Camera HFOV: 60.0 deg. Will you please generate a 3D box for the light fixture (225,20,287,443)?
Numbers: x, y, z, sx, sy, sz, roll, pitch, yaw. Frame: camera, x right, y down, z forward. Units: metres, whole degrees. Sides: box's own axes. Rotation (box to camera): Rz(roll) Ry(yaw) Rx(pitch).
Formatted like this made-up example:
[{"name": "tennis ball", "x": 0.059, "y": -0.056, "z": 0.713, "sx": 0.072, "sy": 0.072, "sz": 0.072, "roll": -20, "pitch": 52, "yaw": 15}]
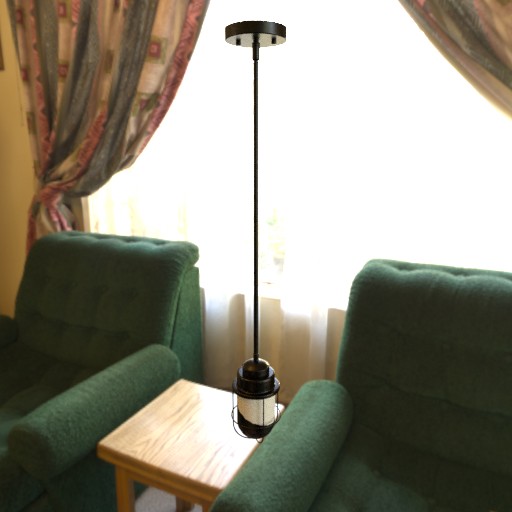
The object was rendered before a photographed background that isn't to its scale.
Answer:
[{"name": "light fixture", "x": 0.000, "y": 0.000, "z": 0.980, "sx": 0.123, "sy": 0.920, "sz": 0.123, "roll": 2, "pitch": 14, "yaw": 9}]
